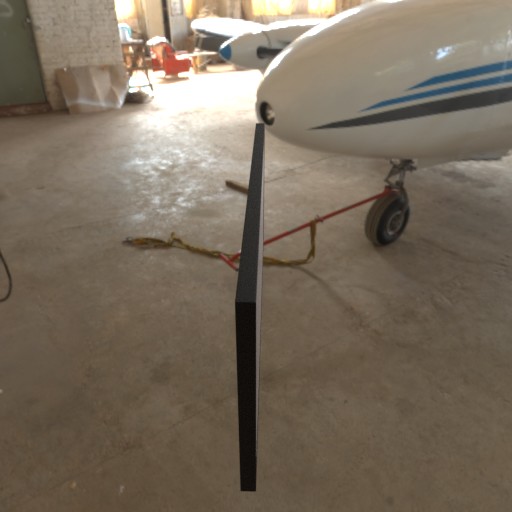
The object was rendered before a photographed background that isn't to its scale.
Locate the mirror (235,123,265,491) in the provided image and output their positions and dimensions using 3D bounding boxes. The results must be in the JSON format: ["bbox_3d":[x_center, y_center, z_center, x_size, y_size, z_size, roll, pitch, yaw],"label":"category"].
[{"bbox_3d":[0.000,0.000,1.821,0.047,0.692,1.584,1,30,1],"label":"mirror"}]
